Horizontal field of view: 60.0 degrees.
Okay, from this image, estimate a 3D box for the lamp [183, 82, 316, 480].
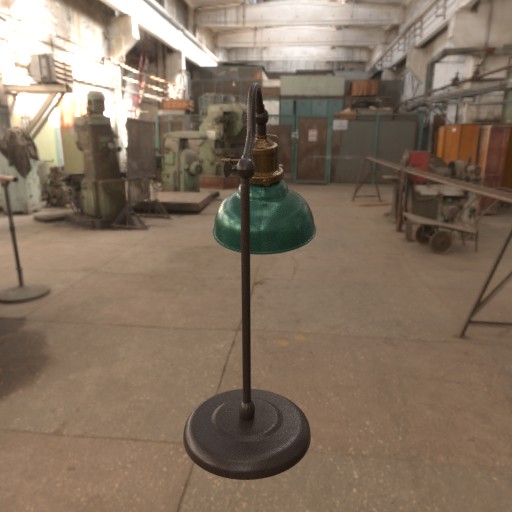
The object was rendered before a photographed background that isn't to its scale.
[{"bbox_3d":[0.000,0.000,0.694,0.192,0.508,0.374,2,15,8],"label":"lamp"}]
